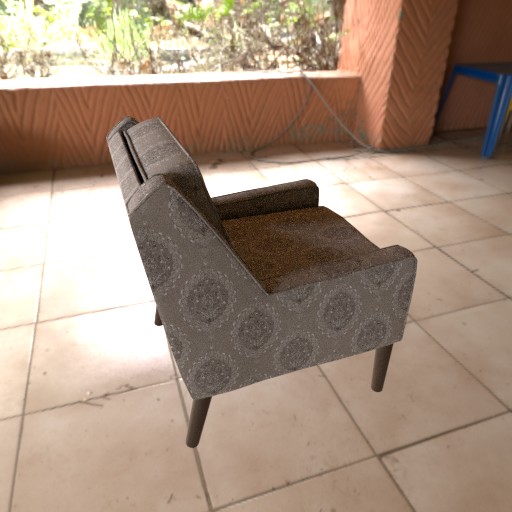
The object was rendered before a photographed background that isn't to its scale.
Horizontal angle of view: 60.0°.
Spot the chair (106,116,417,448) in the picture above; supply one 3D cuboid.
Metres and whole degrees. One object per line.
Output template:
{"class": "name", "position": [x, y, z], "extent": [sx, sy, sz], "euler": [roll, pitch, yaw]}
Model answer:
{"class": "chair", "position": [0.000, 0.000, 1.377], "extent": [0.750, 0.797, 0.665], "euler": [-10, 31, -17]}
